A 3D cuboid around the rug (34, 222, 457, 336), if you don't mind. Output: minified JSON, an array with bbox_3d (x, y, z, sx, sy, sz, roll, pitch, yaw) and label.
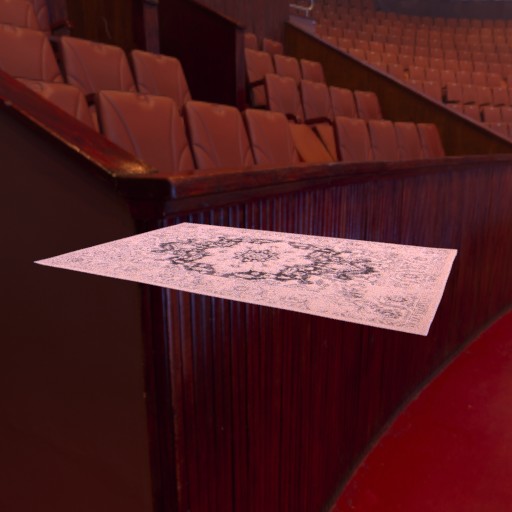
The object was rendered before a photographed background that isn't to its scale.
[{"bbox_3d":[0.000,0.000,2.271,1.813,0.008,1.223,8,16,27],"label":"rug"}]
